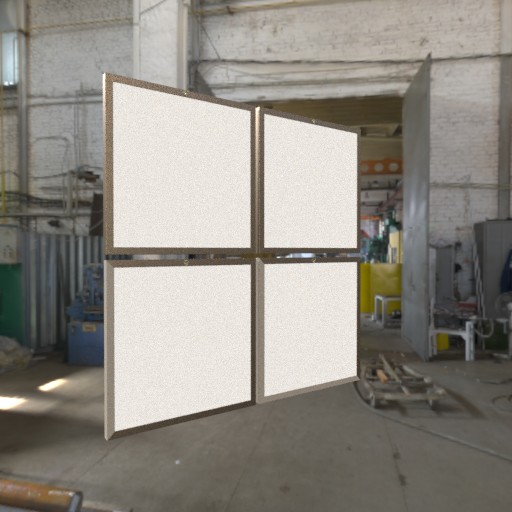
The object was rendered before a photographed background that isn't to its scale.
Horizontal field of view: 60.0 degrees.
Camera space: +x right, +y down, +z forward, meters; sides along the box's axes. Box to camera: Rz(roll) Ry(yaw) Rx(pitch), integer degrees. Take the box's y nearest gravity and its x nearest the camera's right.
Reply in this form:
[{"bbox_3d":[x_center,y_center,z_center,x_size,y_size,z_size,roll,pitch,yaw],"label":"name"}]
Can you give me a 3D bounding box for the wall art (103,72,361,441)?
[{"bbox_3d":[0.000,0.000,1.540,1.032,1.032,0.030,0,1,-35],"label":"wall art"}]
